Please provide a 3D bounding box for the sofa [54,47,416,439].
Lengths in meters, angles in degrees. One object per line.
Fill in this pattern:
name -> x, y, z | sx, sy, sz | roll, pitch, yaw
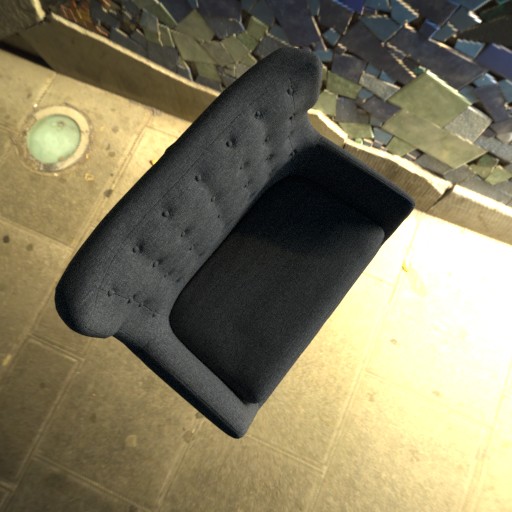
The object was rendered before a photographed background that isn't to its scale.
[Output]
sofa -> 0.000, 0.000, 2.006 | 0.874, 1.028, 1.358 | 37, 78, 10
